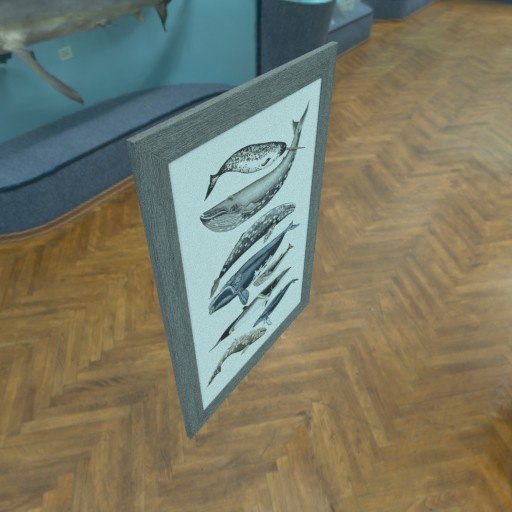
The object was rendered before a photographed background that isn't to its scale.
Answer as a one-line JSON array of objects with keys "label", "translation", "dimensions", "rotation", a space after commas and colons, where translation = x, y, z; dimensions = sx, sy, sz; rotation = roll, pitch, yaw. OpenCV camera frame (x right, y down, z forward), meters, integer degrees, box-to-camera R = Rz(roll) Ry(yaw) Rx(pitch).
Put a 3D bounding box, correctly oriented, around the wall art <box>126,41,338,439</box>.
[{"label": "wall art", "translation": [0.000, 0.000, 1.372], "dimensions": [0.020, 1.070, 0.768], "rotation": [25, 47, 26]}]
